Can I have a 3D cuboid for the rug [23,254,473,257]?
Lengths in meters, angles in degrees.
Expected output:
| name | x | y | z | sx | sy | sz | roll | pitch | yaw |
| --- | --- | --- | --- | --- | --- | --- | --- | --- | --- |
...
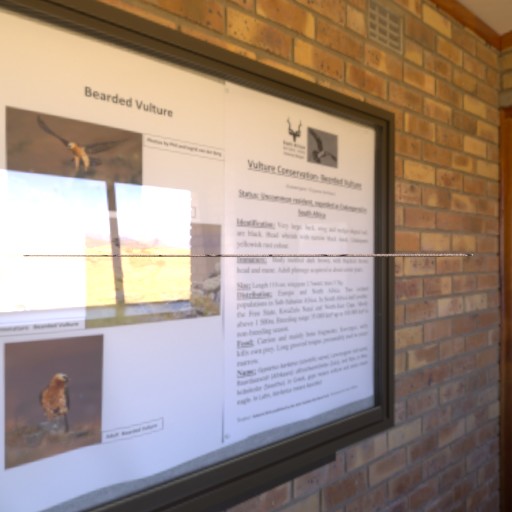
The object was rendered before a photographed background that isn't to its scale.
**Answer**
| name | x | y | z | sx | sy | sz | roll | pitch | yaw |
| --- | --- | --- | --- | --- | --- | --- | --- | --- | --- |
| rug | 0.000 | 0.000 | 3.018 | 2.465 | 0.008 | 1.526 | 0 | 0 | 18 |
